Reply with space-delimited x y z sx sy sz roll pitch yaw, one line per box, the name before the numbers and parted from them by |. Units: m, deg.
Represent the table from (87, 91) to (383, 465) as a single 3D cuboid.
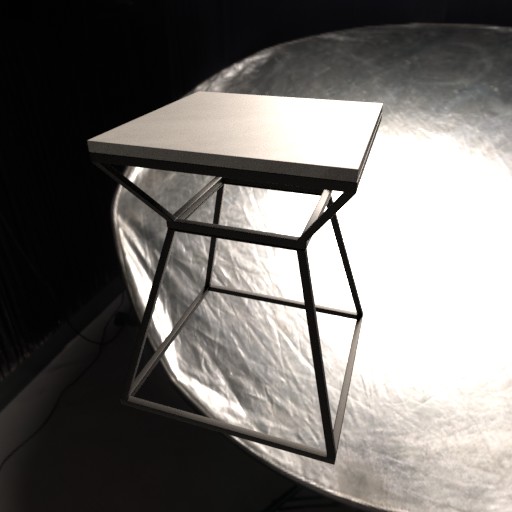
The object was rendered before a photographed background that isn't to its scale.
table | 0.000 0.000 0.921 0.455 0.559 0.455 10 32 16
